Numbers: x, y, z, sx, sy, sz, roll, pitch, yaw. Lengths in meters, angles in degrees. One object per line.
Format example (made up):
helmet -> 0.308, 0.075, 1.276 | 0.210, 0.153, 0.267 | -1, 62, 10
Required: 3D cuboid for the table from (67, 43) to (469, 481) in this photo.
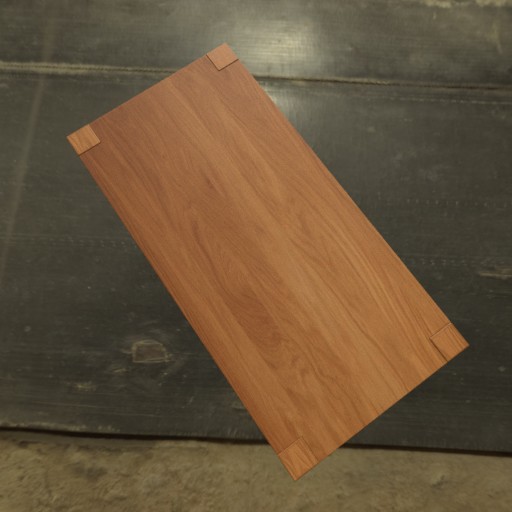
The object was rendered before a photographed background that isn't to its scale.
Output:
table -> 0.000, 0.000, 2.321 | 0.900, 0.760, 1.800 | -34, 78, -8
